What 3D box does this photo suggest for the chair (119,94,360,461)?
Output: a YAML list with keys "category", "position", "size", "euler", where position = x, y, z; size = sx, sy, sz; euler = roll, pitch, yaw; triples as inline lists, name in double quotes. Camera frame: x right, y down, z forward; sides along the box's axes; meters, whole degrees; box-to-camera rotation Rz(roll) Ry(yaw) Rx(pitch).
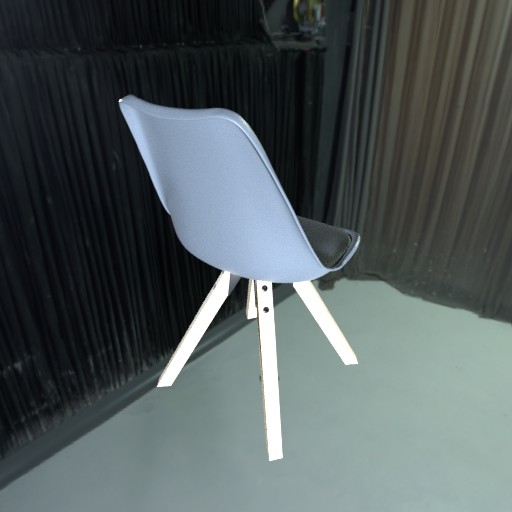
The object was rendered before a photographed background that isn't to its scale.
- category: "chair"
  position: [0.000, 0.000, 1.170]
  size: [0.485, 0.850, 0.550]
  euler: [20, 35, 32]
